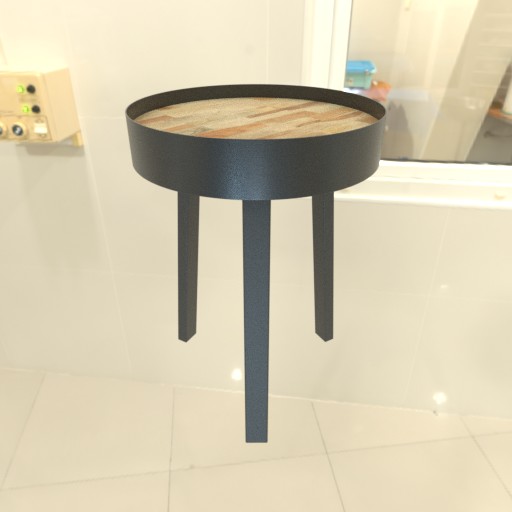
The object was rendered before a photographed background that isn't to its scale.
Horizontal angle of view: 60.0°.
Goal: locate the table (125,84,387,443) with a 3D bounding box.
[{"bbox_3d":[0.000,0.000,0.850,0.406,0.559,0.406,0,30,0],"label":"table"}]
